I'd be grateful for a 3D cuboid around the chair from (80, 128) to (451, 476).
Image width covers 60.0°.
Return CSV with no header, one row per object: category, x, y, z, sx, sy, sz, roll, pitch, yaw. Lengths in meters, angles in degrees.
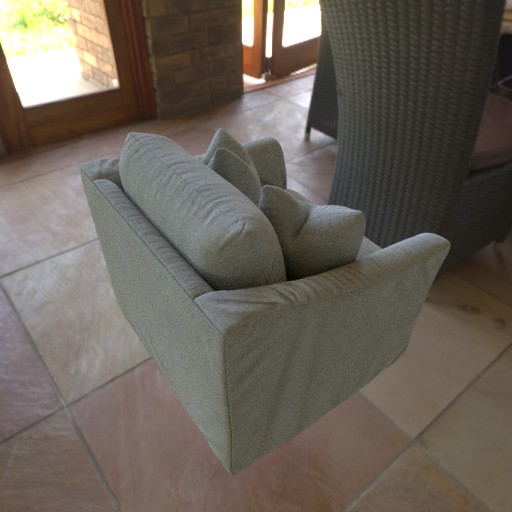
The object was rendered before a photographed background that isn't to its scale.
chair,0.000,0.000,1.996,1.071,1.059,1.194,-25,46,-27
